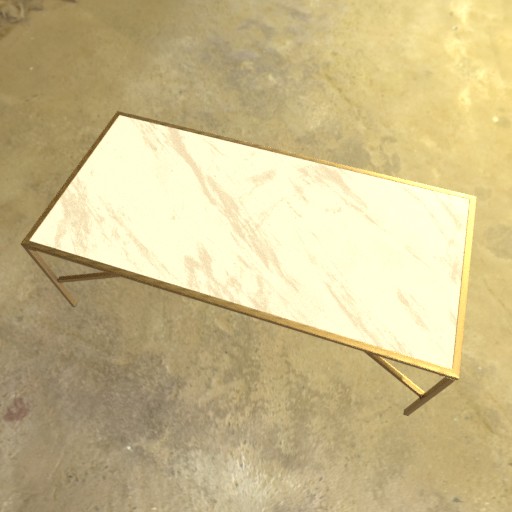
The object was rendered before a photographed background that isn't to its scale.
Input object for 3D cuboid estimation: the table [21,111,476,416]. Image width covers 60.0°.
[{"bbox_3d":[0.000,0.000,1.452,1.197,0.405,0.577,16,60,10],"label":"table"}]
